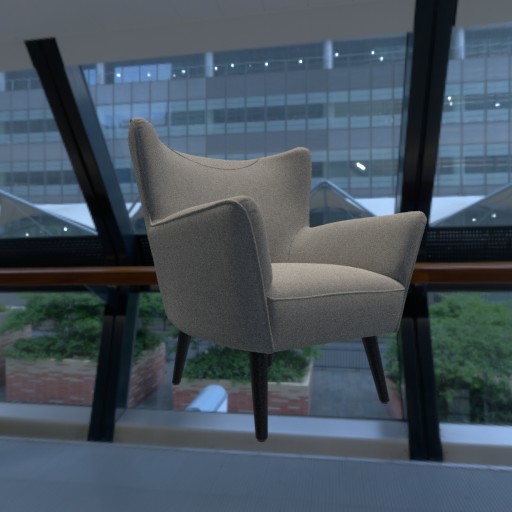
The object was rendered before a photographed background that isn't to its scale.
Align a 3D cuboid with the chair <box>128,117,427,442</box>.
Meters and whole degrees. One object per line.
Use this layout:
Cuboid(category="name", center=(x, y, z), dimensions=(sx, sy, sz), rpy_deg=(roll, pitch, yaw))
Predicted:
Cuboid(category="chair", center=(0.000, 0.000, 1.562), dimensions=(0.781, 0.933, 0.888), rpy_deg=(0, 1, -36))
